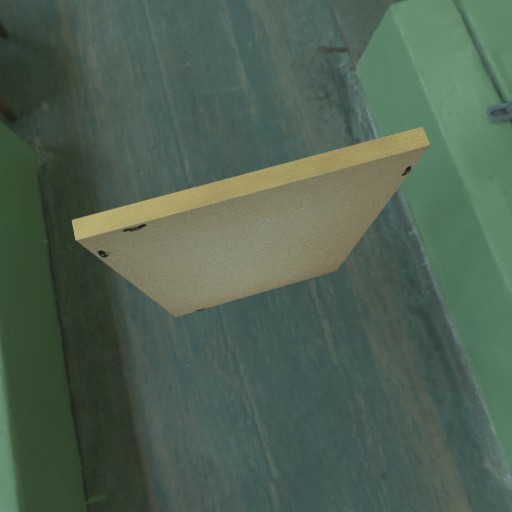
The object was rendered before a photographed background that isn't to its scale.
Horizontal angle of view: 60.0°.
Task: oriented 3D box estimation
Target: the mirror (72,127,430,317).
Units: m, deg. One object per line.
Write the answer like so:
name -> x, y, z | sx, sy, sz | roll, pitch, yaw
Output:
mirror -> 0.000, 0.000, 1.175 | 0.609, 0.915, 0.041 | -16, 75, -4
